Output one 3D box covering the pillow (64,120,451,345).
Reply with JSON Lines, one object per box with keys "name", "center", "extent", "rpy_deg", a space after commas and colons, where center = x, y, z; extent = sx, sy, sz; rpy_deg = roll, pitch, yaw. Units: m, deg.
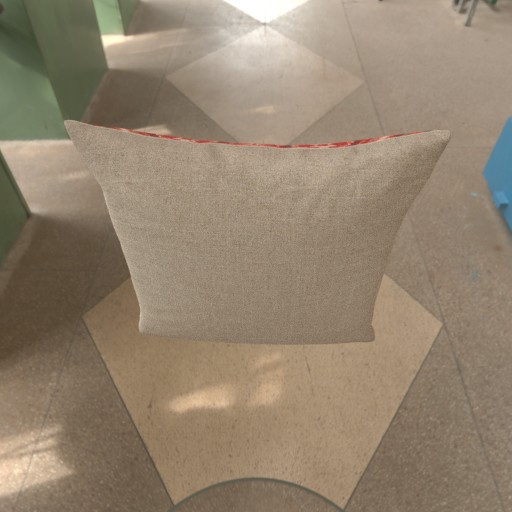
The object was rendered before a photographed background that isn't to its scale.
{"name": "pillow", "center": [0.000, 0.000, 0.772], "extent": [0.513, 0.511, 0.158], "rpy_deg": [2, 48, 1]}
